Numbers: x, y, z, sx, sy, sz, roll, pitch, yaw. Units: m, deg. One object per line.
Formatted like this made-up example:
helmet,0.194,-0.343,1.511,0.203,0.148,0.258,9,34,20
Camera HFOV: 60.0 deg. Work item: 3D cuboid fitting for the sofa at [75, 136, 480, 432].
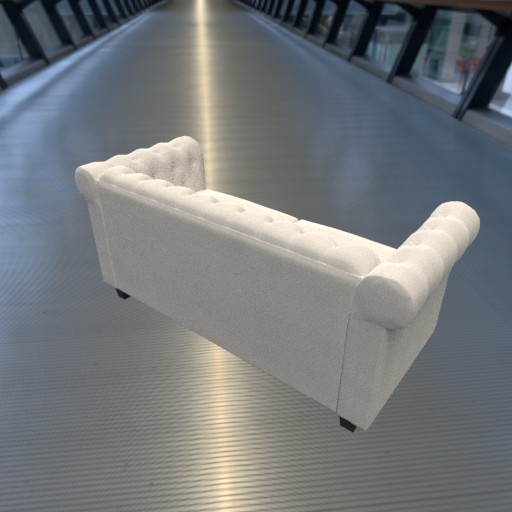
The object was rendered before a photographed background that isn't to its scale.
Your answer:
sofa,0.000,0.000,2.218,1.798,0.796,0.771,22,37,32
